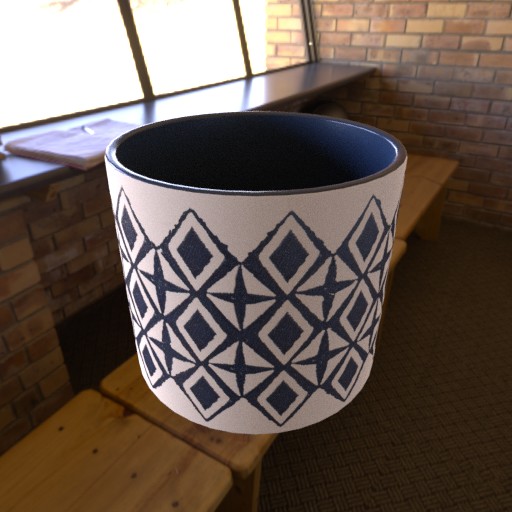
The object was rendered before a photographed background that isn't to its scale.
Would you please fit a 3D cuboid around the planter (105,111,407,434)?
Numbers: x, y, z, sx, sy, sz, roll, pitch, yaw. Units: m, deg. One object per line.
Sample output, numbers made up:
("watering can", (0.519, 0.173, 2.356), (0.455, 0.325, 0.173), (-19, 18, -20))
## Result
("planter", (0.000, 0.000, 0.316), (0.182, 0.165, 0.182), (0, 29, 0))
